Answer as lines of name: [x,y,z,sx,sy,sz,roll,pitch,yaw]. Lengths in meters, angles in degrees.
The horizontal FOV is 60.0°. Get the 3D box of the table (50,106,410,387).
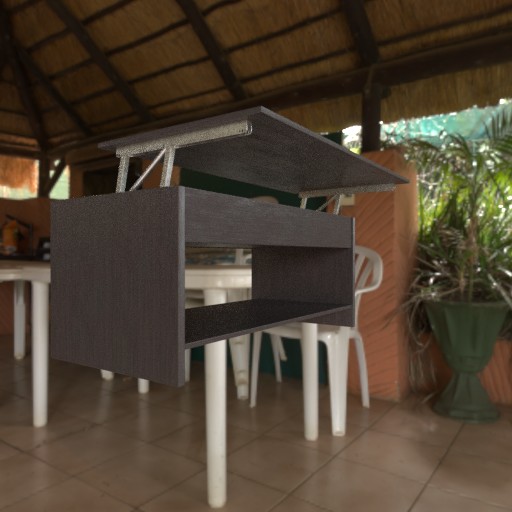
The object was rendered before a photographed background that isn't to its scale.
table: [0.000,0.000,1.451,0.712,0.570,1.000,0,0,35]
